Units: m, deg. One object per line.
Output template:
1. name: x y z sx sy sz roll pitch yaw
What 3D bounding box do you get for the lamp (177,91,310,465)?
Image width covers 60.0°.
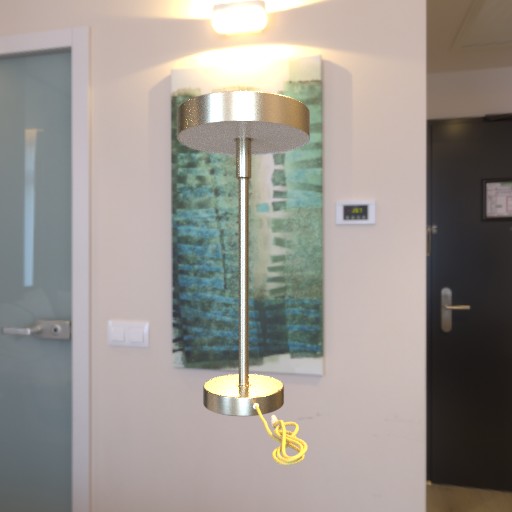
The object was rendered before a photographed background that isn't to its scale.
1. lamp: 0.000 0.000 0.704 0.229 0.508 0.369 0 0 -18
